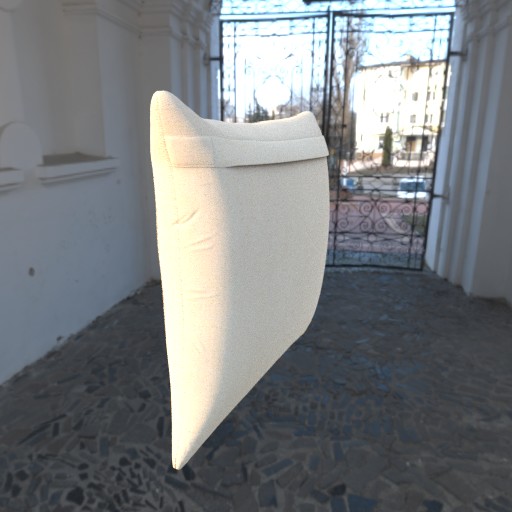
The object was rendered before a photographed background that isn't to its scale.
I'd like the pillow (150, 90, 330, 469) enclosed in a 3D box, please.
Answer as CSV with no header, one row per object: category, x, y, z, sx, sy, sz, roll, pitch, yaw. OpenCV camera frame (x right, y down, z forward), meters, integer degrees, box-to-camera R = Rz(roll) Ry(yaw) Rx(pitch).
pillow,0.000,0.000,0.623,0.173,0.406,0.405,7,17,25
